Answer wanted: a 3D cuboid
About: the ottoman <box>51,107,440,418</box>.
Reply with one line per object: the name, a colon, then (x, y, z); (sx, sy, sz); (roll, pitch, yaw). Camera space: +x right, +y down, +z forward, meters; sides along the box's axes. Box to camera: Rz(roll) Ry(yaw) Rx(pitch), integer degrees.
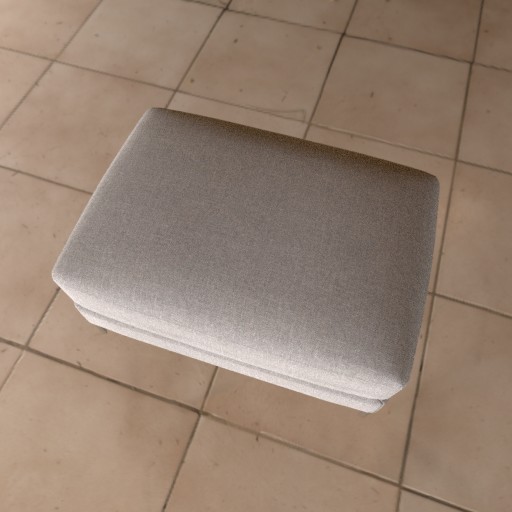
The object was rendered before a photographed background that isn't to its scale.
ottoman: (0.000, 0.000, 1.198); (0.838, 0.457, 0.584); (16, 64, 8)
